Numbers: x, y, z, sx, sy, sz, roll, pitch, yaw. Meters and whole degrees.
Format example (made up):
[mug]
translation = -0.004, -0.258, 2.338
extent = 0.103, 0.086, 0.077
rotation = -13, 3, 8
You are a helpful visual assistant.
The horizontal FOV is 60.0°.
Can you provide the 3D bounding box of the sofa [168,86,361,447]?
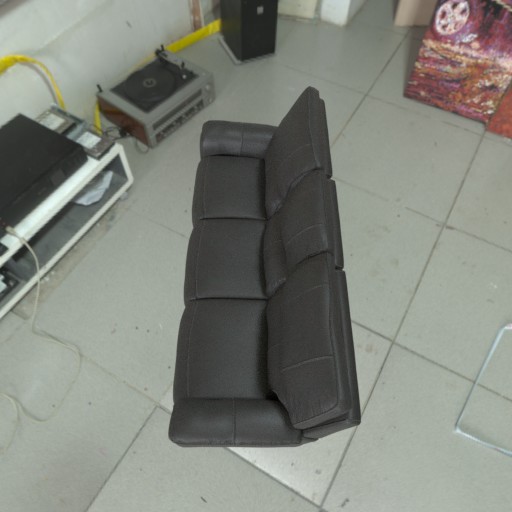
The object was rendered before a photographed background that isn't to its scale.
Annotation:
[sofa]
translation = 0.000, 0.000, 3.261
extent = 1.104, 1.134, 2.627
rotation = 0, 58, 0
